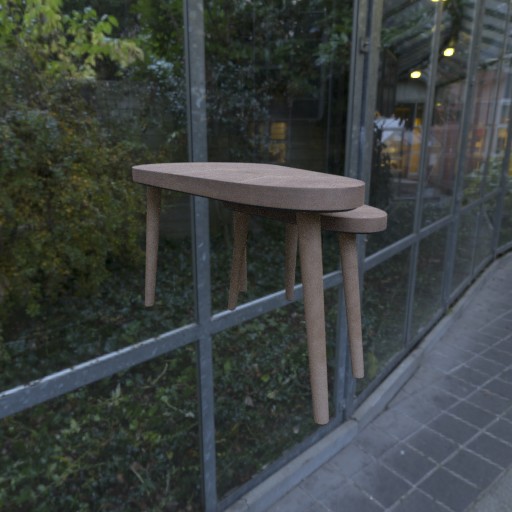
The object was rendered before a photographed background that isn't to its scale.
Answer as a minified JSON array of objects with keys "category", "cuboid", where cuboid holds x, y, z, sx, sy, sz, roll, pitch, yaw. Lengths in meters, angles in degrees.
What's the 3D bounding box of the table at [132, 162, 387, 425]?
[{"category":"table","cuboid":[0.000,0.000,1.558,0.701,0.595,1.190,-7,16,-24]}]
